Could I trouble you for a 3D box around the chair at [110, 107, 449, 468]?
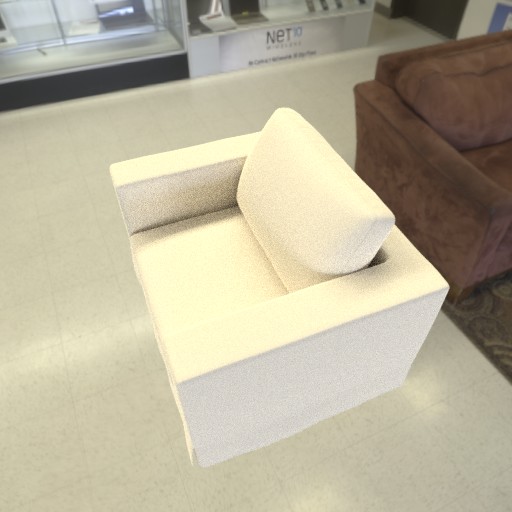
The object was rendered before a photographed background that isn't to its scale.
[{"bbox_3d":[0.000,0.000,1.824,0.957,0.878,1.150,-16,49,-15],"label":"chair"}]
